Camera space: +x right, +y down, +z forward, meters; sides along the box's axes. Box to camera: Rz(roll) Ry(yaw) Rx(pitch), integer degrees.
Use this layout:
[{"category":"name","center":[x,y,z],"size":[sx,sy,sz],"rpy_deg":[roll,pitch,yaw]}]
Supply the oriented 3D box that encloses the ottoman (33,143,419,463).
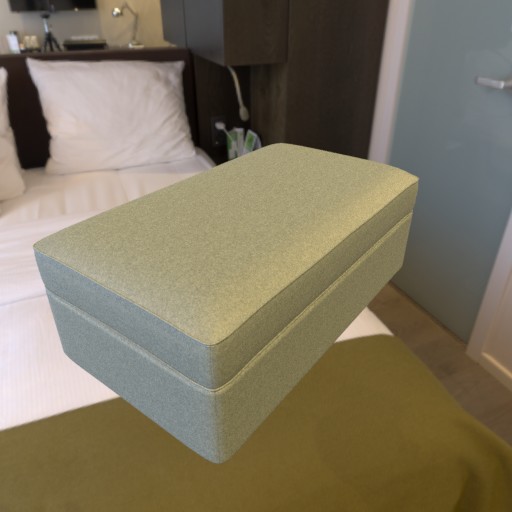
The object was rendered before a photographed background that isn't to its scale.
[{"category":"ottoman","center":[0.000,0.000,1.523],"size":[0.681,0.494,1.173],"rpy_deg":[21,37,31]}]
